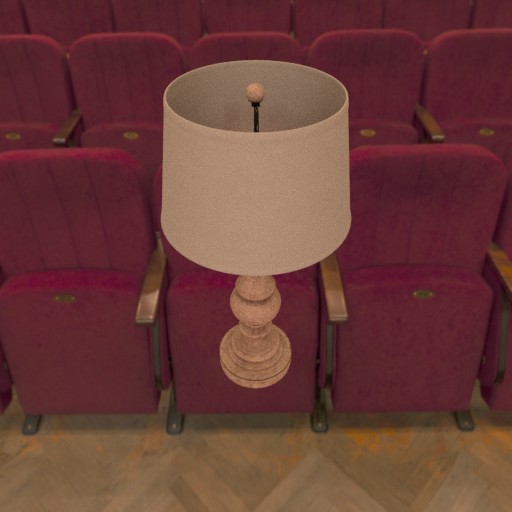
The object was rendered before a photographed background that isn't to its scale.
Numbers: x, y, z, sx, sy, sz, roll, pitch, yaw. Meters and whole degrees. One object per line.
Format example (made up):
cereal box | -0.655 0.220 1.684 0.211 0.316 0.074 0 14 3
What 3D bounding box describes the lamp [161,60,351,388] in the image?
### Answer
lamp | 0.000 0.000 0.877 0.340 0.678 0.340 0 42 0
